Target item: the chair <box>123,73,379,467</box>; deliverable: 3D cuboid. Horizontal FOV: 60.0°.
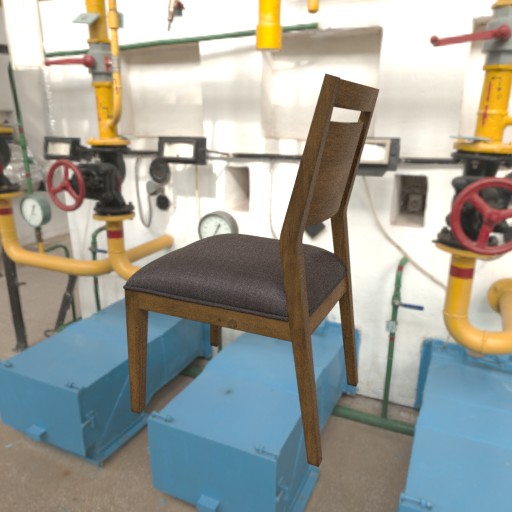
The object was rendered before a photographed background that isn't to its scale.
[{"bbox_3d":[0.000,0.000,1.300,0.610,0.939,0.501,8,19,25],"label":"chair"}]
